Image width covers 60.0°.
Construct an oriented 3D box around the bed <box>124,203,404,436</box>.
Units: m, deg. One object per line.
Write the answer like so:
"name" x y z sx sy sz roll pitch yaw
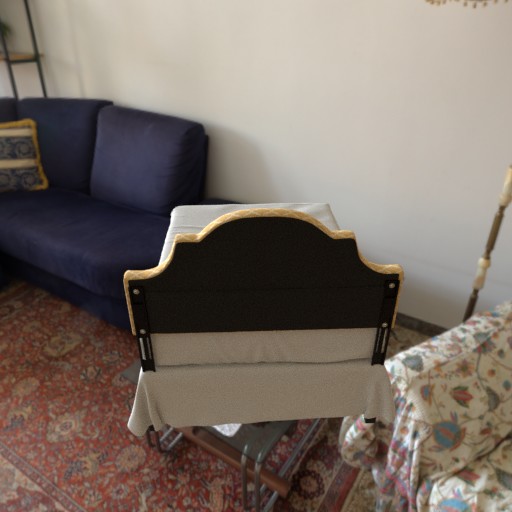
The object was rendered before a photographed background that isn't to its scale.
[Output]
"bed" 0.000 0.000 3.523 1.780 1.633 2.222 -1 30 -2
